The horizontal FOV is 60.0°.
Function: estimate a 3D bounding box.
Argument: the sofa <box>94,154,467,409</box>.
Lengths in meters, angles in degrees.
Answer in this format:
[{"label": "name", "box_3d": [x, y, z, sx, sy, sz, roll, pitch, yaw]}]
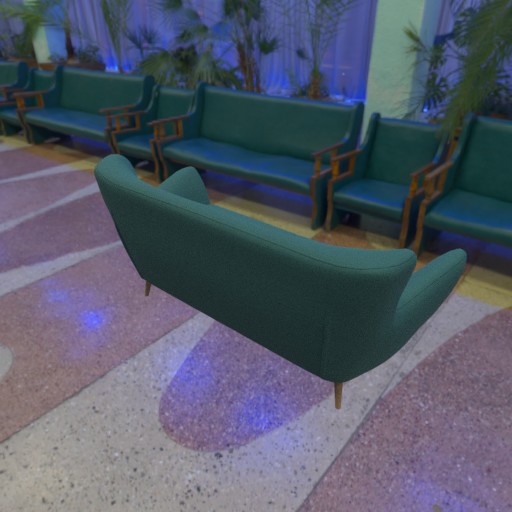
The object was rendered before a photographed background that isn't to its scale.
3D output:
[{"label": "sofa", "box_3d": [0.000, 0.000, 2.421, 1.930, 0.890, 0.889, 23, 37, 33]}]
